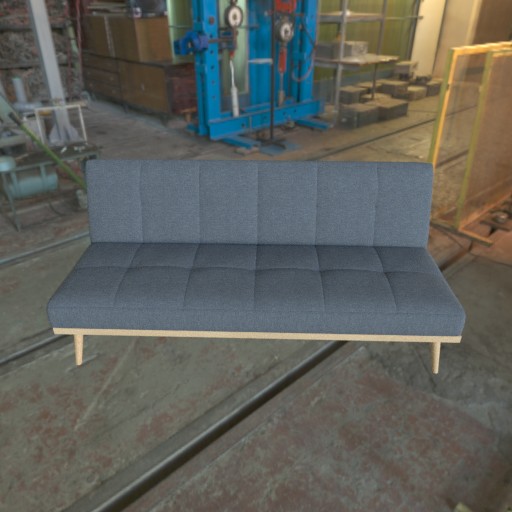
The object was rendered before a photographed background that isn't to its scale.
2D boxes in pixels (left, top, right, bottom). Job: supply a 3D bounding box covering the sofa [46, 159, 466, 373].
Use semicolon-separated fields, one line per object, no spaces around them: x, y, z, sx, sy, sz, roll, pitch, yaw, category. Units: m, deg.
0.000;0.000;2.198;1.820;0.770;0.820;1;30;2;sofa
